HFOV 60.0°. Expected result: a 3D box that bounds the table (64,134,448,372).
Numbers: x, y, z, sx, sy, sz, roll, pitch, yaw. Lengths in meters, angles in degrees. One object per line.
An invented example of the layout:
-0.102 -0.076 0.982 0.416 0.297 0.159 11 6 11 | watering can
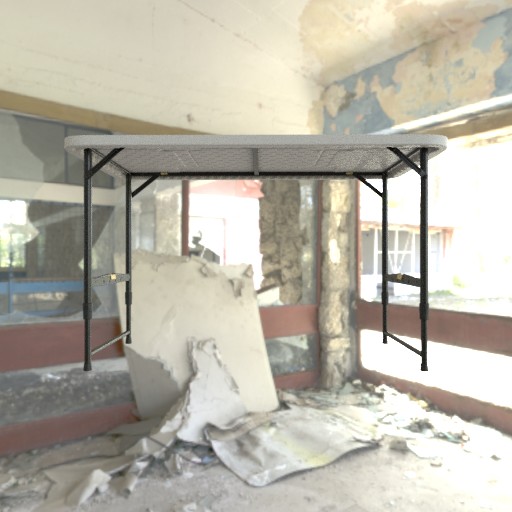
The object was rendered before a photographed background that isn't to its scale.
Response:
0.000 0.000 1.645 1.219 0.737 0.610 0 0 1 | table
